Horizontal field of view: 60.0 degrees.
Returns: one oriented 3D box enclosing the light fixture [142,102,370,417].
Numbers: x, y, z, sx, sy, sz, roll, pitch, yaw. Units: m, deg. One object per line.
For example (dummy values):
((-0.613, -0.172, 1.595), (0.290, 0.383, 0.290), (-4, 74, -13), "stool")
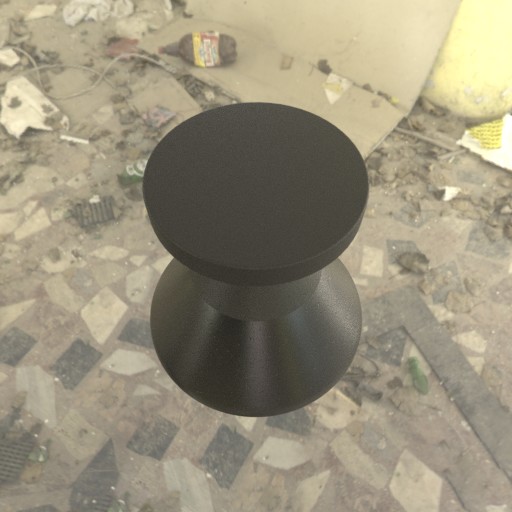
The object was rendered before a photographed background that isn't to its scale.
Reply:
((0.000, 0.000, 0.348), (0.200, 0.183, 0.200), (0, 56, 0), "light fixture")
